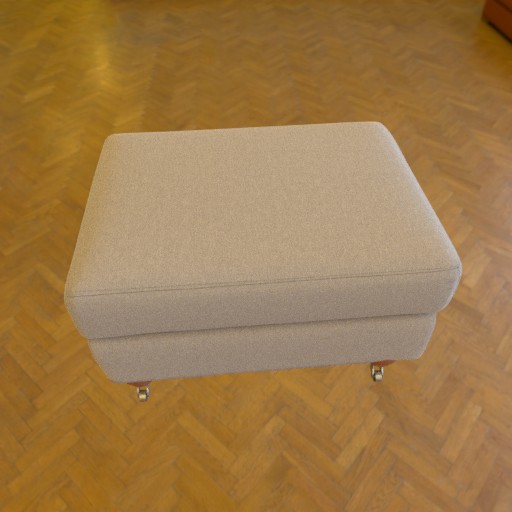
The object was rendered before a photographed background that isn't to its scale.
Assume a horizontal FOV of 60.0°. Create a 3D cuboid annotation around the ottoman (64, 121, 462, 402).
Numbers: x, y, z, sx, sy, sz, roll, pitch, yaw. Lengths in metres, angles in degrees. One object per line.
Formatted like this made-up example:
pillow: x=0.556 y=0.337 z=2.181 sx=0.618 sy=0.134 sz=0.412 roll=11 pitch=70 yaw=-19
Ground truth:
ottoman: x=0.000 y=0.000 z=1.140 sx=0.773 sy=0.497 sz=0.574 roll=-4 pitch=47 yaw=-4
